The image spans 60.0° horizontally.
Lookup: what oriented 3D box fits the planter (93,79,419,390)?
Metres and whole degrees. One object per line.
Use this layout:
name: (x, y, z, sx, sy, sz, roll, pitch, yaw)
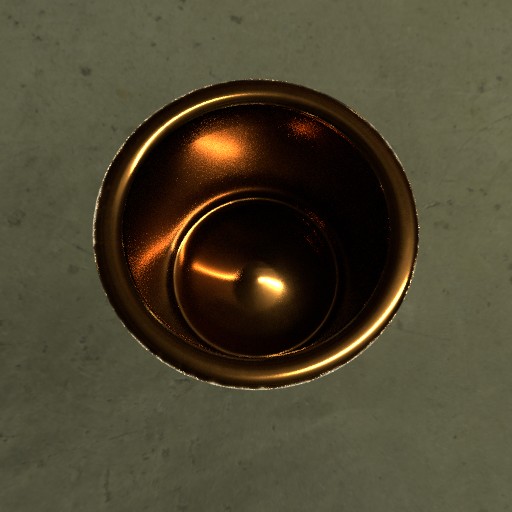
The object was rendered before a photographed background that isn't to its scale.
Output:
planter: (0.000, 0.000, 0.311, 0.177, 0.157, 0.177, 0, 75, 0)
